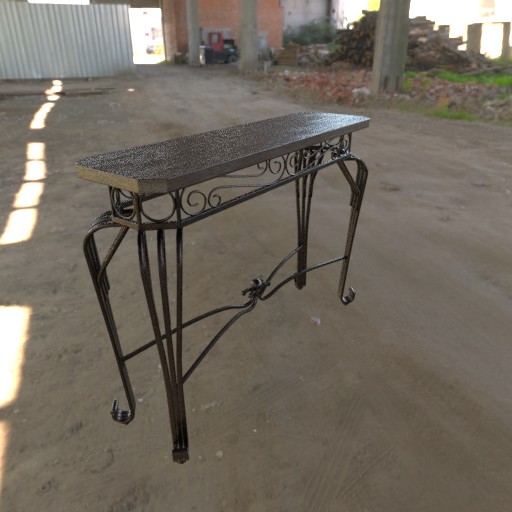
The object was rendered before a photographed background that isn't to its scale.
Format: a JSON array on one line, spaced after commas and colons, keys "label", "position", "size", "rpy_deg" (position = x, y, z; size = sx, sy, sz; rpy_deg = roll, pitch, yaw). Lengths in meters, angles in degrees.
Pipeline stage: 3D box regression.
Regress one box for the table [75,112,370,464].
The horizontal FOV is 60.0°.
[{"label": "table", "position": [0.000, 0.000, 1.489], "size": [0.329, 0.800, 1.112], "rpy_deg": [17, 30, 32]}]
